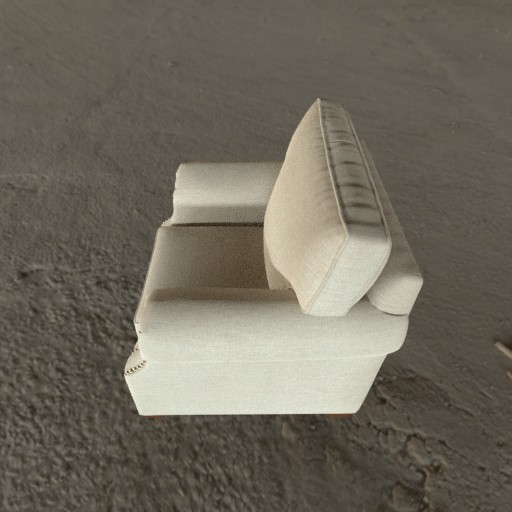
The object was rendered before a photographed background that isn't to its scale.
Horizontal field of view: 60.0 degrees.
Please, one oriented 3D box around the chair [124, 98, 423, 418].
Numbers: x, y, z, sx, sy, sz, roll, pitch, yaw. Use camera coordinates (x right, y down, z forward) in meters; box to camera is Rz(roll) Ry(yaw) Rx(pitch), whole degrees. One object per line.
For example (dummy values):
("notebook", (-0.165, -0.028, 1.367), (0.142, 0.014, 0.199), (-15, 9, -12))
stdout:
("chair", (0.000, 0.000, 1.806), (0.965, 0.961, 1.092), (0, 41, 0))
